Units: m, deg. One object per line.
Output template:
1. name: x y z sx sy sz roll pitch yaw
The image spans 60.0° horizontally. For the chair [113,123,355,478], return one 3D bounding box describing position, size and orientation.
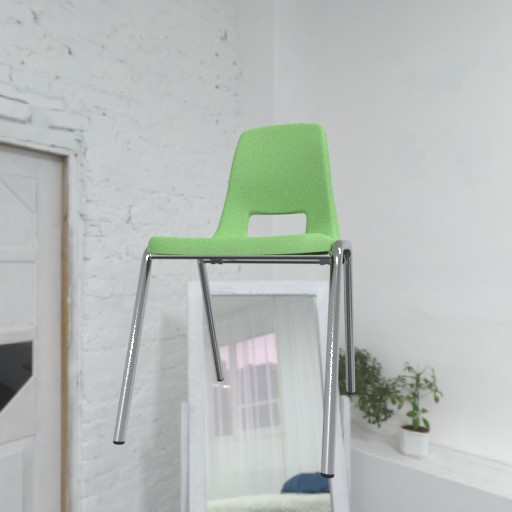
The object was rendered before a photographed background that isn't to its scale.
1. chair: 0.000 0.000 0.906 0.381 0.653 0.436 0 0 18
